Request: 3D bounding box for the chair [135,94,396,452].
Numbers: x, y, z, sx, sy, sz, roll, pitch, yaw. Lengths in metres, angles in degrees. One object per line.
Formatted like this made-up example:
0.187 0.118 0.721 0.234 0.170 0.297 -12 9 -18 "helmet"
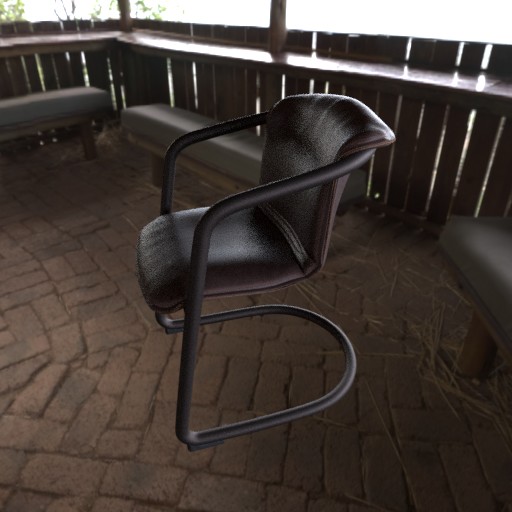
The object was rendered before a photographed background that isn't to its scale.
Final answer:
0.000 0.000 1.262 0.664 0.836 0.536 -9 31 -14 "chair"
